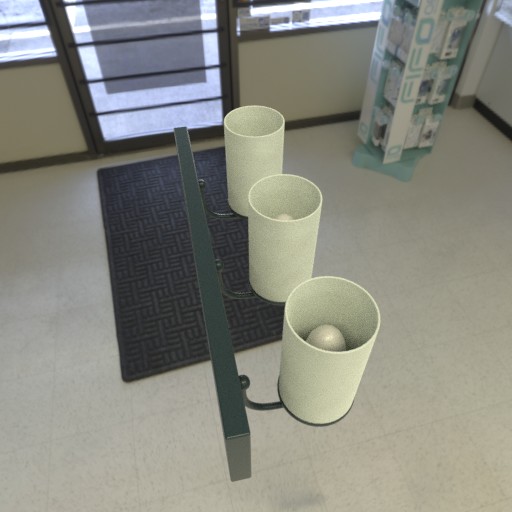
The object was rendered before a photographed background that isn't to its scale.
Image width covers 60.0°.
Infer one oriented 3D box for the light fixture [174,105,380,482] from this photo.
[{"bbox_3d":[0.000,0.000,0.531,0.145,0.172,0.451,-9,48,-8],"label":"light fixture"}]
